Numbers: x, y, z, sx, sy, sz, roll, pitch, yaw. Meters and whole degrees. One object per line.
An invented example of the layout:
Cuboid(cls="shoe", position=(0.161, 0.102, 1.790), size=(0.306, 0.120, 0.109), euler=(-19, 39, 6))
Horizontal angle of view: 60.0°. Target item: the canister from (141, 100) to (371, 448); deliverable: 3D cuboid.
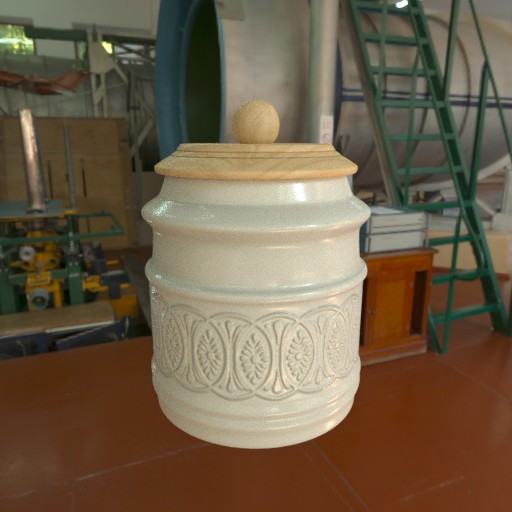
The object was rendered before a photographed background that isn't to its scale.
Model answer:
Cuboid(cls="canister", position=(0.000, 0.000, 0.265), size=(0.130, 0.176, 0.130), euler=(0, 15, 0))
